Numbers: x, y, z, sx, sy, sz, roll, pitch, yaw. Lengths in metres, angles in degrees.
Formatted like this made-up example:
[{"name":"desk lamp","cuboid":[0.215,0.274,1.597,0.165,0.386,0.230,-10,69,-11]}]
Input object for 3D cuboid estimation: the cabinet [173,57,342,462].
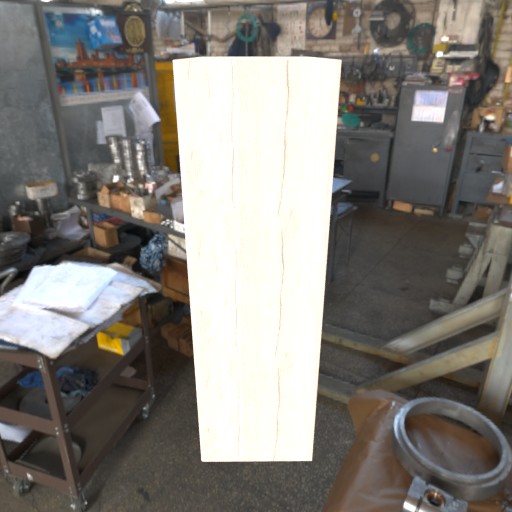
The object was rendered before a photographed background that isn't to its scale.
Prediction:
[{"name":"cabinet","cuboid":[0.000,0.000,2.365,0.580,1.930,0.980,0,25,0]}]
